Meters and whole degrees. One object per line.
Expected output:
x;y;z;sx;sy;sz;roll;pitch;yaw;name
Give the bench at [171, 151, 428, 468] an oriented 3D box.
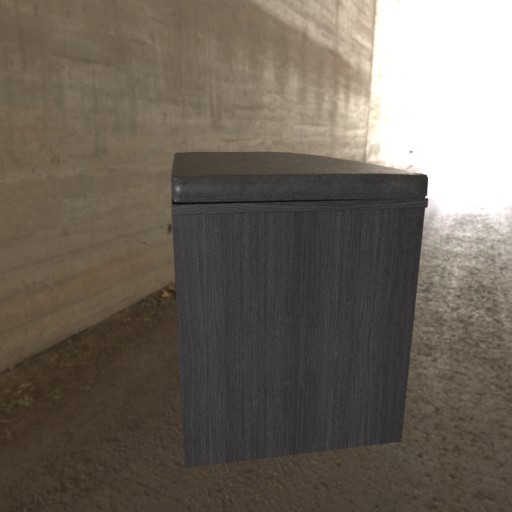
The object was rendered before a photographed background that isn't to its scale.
0.000;0.000;1.152;0.401;0.501;0.905;-3;15;-9;bench
